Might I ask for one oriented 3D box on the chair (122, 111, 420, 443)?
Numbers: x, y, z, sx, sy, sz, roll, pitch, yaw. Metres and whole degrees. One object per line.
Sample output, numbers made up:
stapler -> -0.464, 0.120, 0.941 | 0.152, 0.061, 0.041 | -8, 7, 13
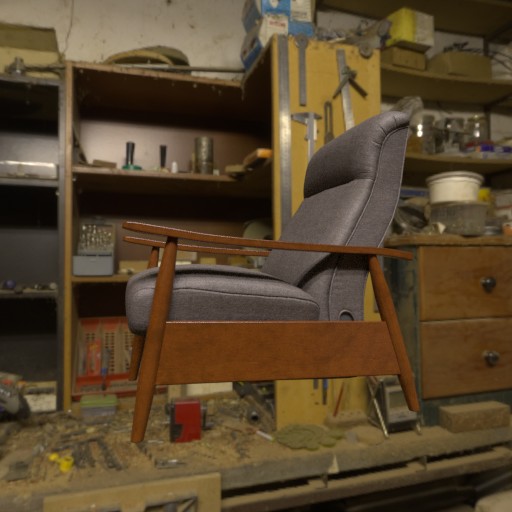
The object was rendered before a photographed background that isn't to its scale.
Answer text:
chair -> 0.000, 0.000, 1.755 | 1.014, 1.081, 0.762 | 0, -1, -17
